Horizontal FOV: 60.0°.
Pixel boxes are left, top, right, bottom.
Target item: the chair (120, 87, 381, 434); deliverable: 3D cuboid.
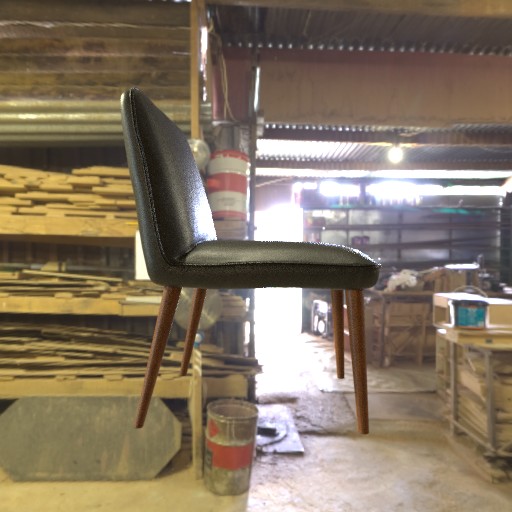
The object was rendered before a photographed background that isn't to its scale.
[{"bbox_3d":[0.000,0.000,1.240,0.645,0.801,0.543,0,0,-1],"label":"chair"}]
